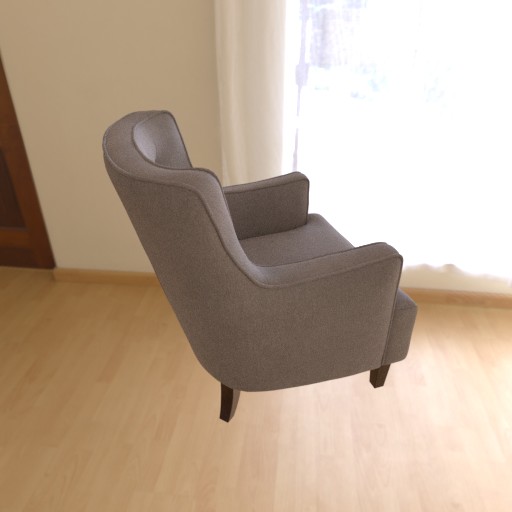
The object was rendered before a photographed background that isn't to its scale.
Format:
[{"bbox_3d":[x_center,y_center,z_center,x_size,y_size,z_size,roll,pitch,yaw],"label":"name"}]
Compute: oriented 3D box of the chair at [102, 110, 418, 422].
[{"bbox_3d":[0.000,0.000,1.587,0.910,0.919,0.781,-10,32,-16],"label":"chair"}]
